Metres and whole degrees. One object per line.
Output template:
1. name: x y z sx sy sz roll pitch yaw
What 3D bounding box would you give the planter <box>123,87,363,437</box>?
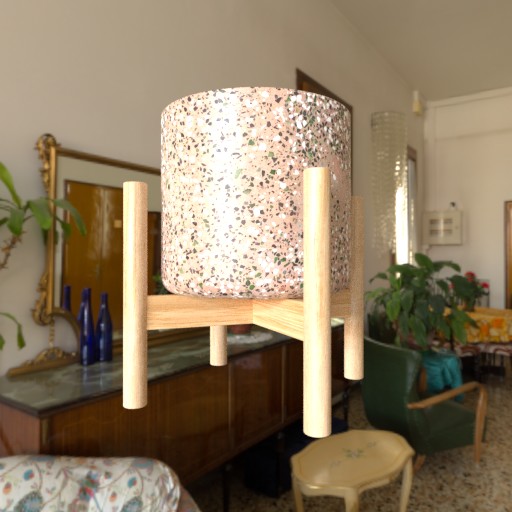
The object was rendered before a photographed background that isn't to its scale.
1. planter: 0.000 0.000 0.531 0.284 0.320 0.284 0 0 -1
